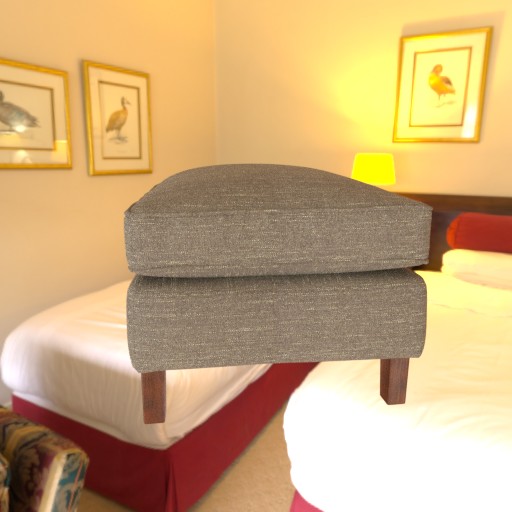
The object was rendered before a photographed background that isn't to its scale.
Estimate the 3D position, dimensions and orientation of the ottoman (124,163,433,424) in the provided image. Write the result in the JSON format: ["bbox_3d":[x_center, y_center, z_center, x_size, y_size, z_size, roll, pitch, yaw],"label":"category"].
[{"bbox_3d":[0.000,0.000,0.995,0.508,0.406,0.686,-2,13,-7],"label":"ottoman"}]
